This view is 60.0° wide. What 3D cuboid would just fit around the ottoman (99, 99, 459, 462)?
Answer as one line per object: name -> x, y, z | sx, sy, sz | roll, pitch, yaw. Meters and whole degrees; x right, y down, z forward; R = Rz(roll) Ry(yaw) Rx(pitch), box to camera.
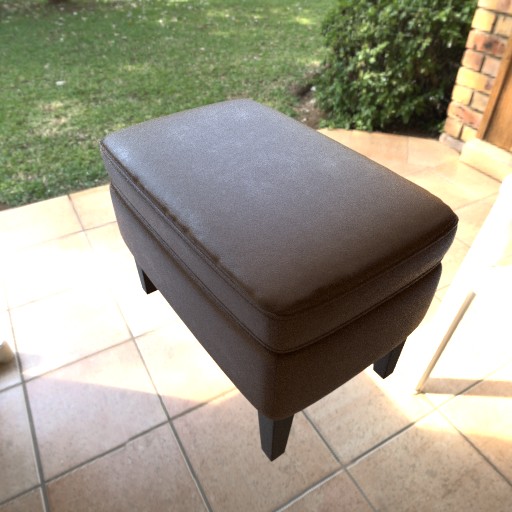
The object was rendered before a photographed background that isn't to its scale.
ottoman -> 0.000, 0.000, 0.975 | 0.420, 0.480, 0.670 | -25, 46, -26
